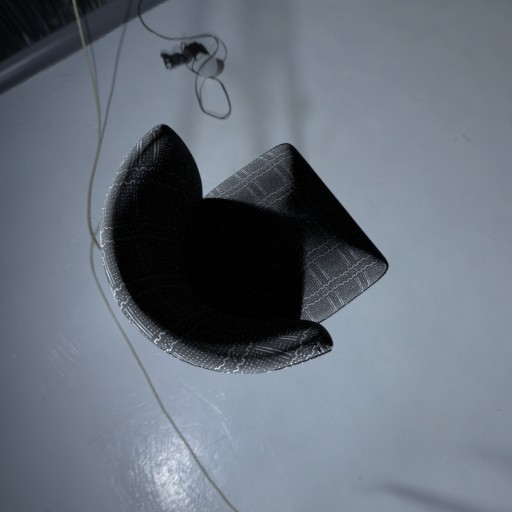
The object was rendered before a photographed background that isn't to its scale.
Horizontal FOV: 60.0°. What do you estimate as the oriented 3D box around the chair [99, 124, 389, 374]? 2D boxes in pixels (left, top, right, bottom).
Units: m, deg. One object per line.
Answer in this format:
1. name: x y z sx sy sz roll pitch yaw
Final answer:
1. chair: 0.000 0.000 1.461 0.758 0.866 0.710 -36 79 -8
